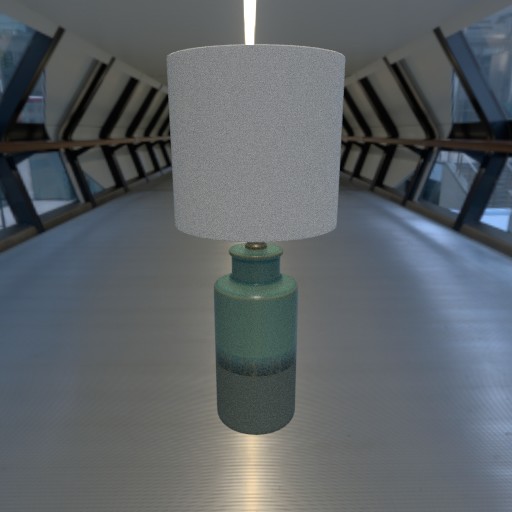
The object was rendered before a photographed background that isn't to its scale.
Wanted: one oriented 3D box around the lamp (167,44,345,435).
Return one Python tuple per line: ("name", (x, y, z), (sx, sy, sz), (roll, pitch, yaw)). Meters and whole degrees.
("lamp", (0.000, 0.000, 0.604), (0.212, 0.493, 0.212), (15, 22, 41))
